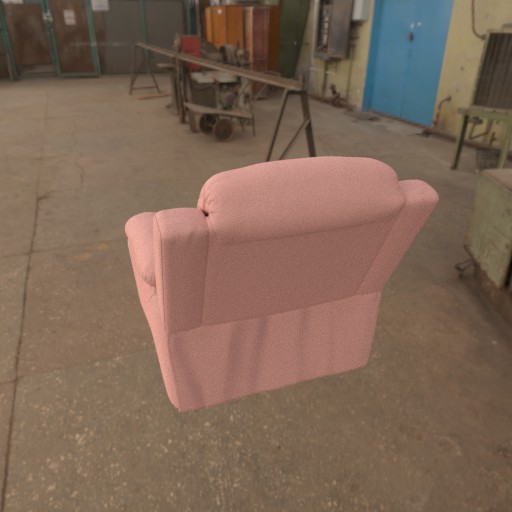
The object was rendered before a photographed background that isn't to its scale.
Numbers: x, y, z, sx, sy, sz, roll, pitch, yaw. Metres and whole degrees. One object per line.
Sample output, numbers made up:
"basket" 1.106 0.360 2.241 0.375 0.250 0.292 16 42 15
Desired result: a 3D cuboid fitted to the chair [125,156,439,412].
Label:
"chair" 0.000 0.000 1.261 0.680 0.702 0.709 -9 29 -17
